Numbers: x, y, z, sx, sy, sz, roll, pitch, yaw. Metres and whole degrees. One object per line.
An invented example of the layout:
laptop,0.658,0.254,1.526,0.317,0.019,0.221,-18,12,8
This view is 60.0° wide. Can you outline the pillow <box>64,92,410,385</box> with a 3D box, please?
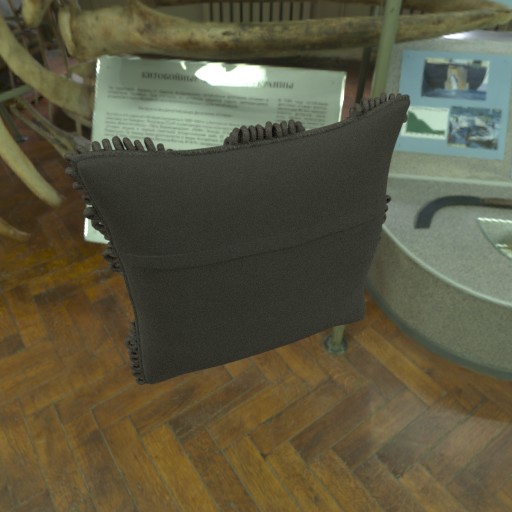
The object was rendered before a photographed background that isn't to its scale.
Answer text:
pillow,0.000,0.000,0.708,0.470,0.467,0.172,-14,44,-15
